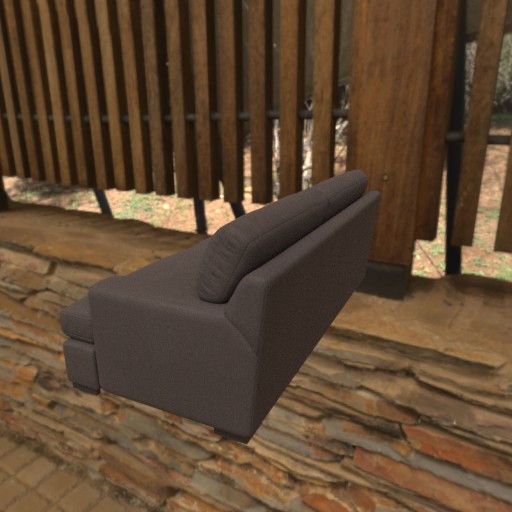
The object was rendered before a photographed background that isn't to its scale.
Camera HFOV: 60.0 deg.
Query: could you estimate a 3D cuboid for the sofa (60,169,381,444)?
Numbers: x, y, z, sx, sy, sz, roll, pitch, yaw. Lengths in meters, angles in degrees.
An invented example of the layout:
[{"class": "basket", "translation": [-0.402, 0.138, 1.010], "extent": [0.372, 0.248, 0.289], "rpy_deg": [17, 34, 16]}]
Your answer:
[{"class": "sofa", "translation": [0.000, 0.000, 2.853], "extent": [1.140, 0.950, 2.271], "rpy_deg": [8, 19, 24]}]
